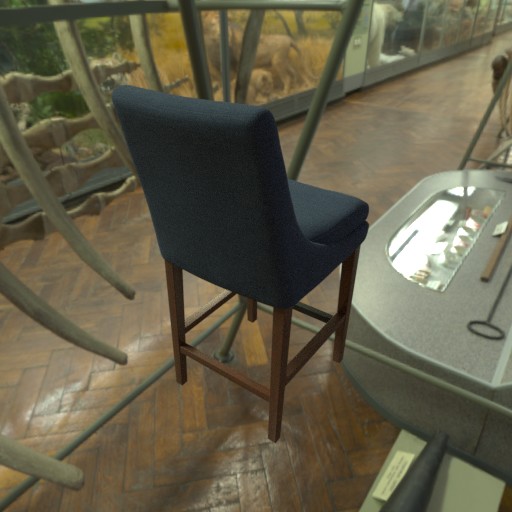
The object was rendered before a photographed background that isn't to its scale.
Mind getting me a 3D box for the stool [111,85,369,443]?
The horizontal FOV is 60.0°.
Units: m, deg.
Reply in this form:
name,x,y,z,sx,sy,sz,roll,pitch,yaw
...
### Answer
name,x,y,z,sx,sy,sz,roll,pitch,yaw
stool,0.000,0.000,1.303,0.470,0.981,0.577,20,36,30
